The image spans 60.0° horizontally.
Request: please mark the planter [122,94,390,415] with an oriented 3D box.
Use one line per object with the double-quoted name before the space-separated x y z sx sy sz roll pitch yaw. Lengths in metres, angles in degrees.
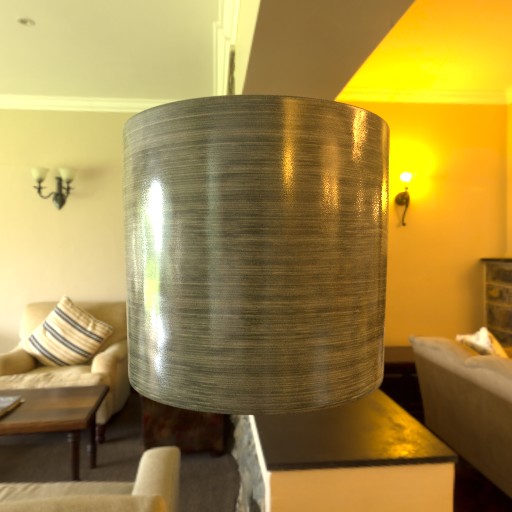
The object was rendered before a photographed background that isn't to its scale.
"planter" 0.000 0.000 0.383 0.221 0.201 0.221 0 1 0
